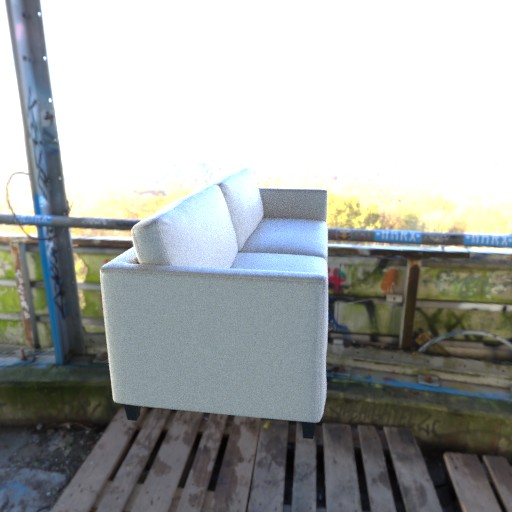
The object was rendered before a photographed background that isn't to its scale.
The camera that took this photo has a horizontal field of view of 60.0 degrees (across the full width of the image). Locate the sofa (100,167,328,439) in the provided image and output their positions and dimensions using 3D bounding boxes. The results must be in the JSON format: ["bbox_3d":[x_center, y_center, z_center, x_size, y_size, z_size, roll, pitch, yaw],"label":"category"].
[{"bbox_3d":[0.000,0.000,2.929,0.948,0.965,2.434,3,17,8],"label":"sofa"}]
